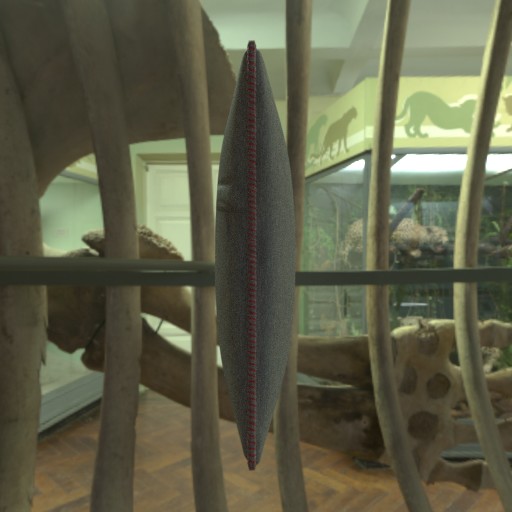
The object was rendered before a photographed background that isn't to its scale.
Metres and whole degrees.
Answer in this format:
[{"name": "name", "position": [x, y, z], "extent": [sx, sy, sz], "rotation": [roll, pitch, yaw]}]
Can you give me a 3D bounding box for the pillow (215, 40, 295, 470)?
[{"name": "pillow", "position": [0.000, 0.000, 0.722], "extent": [0.124, 0.491, 0.482], "rotation": [0, 0, 1]}]
